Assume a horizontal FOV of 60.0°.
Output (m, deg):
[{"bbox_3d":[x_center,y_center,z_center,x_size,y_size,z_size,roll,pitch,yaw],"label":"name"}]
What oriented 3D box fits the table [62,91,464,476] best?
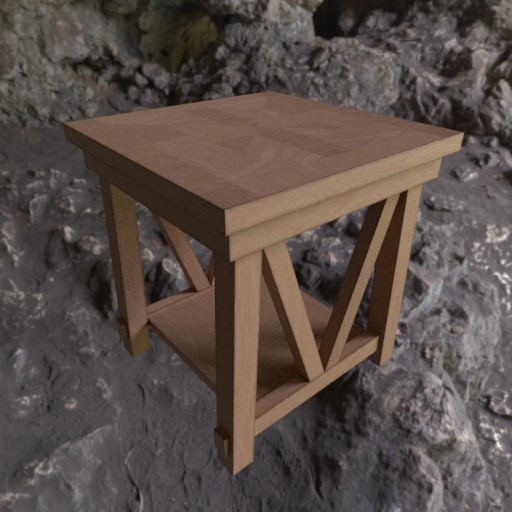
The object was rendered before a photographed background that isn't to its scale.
[{"bbox_3d":[0.000,0.000,1.110,0.612,0.638,0.610,-23,37,-33],"label":"table"}]
